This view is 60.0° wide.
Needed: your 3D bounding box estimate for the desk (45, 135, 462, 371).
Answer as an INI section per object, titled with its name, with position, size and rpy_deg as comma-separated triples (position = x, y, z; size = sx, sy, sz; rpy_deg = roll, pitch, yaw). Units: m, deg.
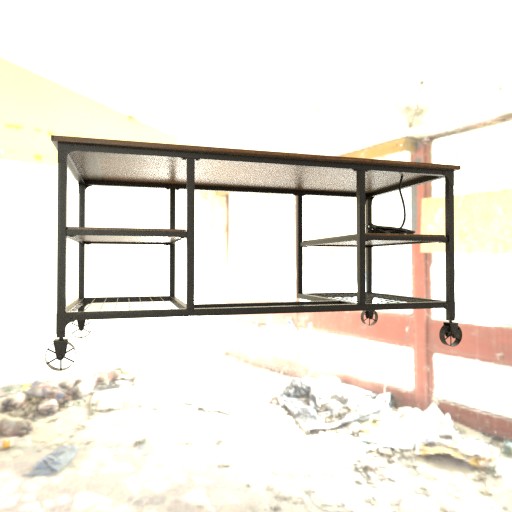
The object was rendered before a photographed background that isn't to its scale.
[desk]
position = 0.000, 0.000, 1.954
size = 1.590, 0.751, 0.711
rpy_deg = 0, -1, -16
